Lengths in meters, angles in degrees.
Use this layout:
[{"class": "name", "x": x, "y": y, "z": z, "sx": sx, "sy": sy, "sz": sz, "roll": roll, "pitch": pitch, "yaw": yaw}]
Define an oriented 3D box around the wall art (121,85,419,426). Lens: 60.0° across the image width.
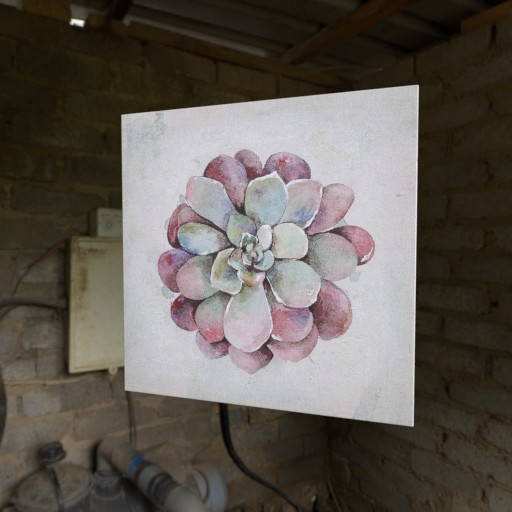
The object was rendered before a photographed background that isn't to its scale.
[{"class": "wall art", "x": 0.000, "y": 0.000, "z": 1.123, "sx": 0.762, "sy": 0.762, "sz": 0.041, "roll": 1, "pitch": 3, "yaw": 18}]
